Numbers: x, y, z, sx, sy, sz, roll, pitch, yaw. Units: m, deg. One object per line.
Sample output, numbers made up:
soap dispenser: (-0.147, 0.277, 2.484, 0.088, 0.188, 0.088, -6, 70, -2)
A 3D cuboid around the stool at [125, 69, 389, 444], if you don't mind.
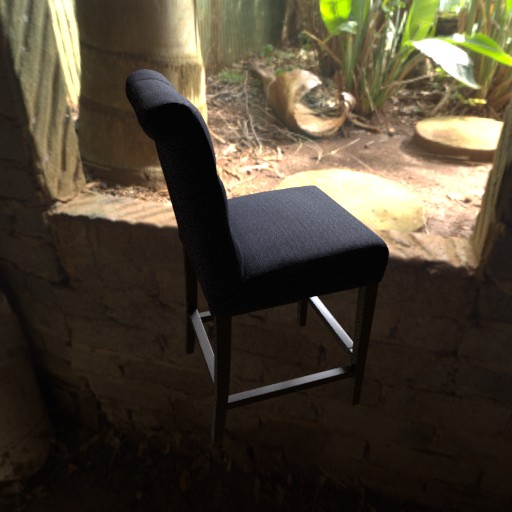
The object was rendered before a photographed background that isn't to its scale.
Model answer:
stool: (0.000, 0.000, 1.327, 0.601, 1.010, 0.493, -10, 32, -16)
